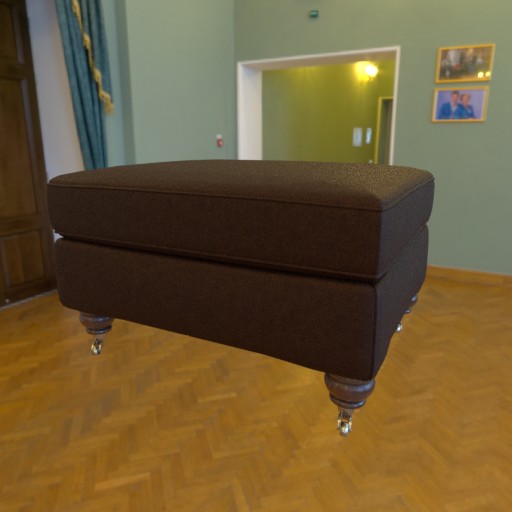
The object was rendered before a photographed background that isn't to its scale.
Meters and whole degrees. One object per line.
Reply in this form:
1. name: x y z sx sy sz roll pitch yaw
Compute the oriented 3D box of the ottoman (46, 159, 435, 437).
1. ottoman: 0.000 0.000 1.760 1.187 0.730 0.967 8 17 27
